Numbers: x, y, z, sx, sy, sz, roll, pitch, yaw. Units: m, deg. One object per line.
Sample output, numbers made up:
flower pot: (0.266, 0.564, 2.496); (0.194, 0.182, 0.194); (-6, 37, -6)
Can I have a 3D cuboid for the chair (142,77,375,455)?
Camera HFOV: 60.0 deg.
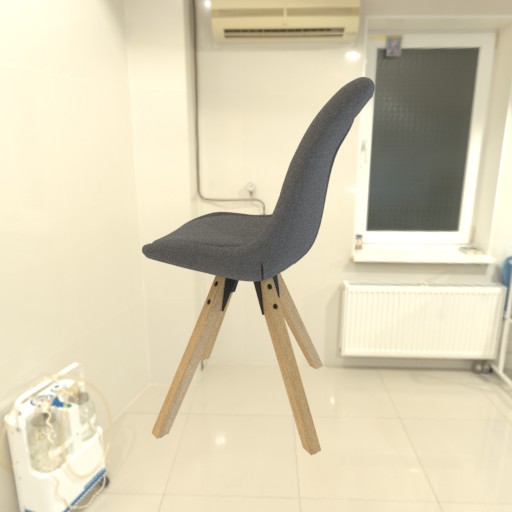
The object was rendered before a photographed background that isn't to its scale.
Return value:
chair: (0.000, 0.000, 1.180); (0.550, 0.850, 0.485); (2, 15, 9)
